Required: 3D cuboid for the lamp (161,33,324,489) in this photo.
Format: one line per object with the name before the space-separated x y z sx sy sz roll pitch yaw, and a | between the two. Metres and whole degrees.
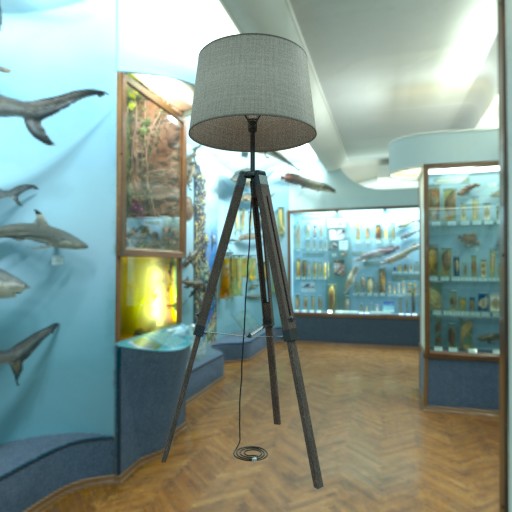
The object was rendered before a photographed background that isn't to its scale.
lamp | 0.000 0.000 1.752 0.604 1.510 0.587 0 -1 18
